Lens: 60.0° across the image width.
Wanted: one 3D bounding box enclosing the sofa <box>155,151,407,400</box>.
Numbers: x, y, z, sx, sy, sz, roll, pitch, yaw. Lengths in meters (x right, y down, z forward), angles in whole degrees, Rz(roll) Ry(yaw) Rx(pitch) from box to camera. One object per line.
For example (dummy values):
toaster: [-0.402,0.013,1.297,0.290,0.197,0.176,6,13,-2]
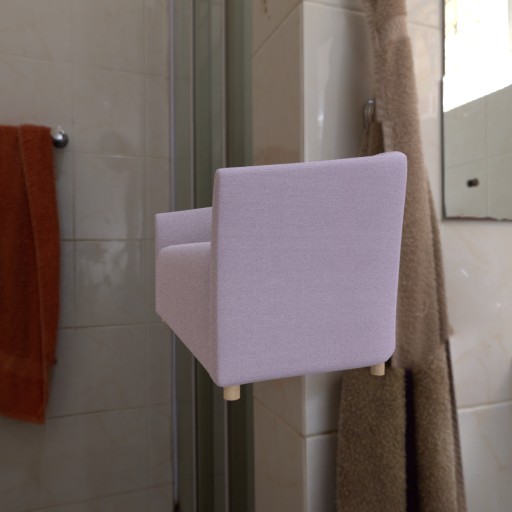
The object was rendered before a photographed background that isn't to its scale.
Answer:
sofa: [0.000,0.000,1.871,0.705,0.721,1.452,0,1,-19]
